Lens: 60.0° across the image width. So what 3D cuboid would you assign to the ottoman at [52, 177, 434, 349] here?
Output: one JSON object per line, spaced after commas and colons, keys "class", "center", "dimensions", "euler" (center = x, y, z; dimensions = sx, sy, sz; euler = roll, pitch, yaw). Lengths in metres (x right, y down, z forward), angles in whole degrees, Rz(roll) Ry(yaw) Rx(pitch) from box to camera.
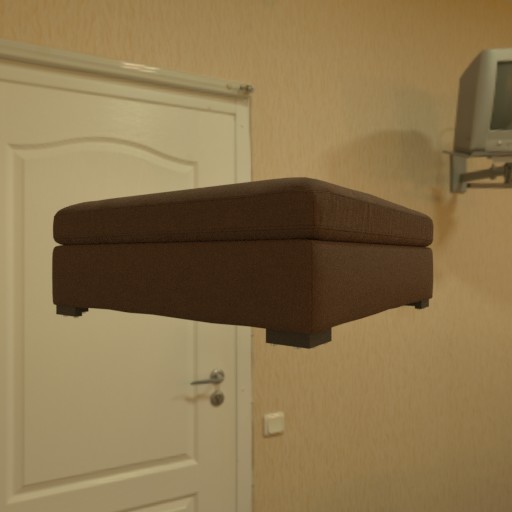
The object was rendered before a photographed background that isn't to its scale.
{"class": "ottoman", "center": [0.000, 0.000, 1.874], "dimensions": [1.181, 0.470, 1.181], "euler": [0, 0, 35]}
